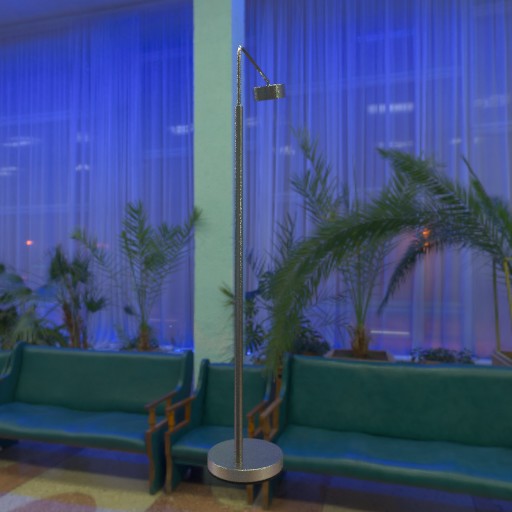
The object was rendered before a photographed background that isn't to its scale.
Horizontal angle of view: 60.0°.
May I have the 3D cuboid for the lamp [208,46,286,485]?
[{"bbox_3d":[0.000,0.000,1.418,0.222,1.250,0.421,0,-1,18],"label":"lamp"}]
